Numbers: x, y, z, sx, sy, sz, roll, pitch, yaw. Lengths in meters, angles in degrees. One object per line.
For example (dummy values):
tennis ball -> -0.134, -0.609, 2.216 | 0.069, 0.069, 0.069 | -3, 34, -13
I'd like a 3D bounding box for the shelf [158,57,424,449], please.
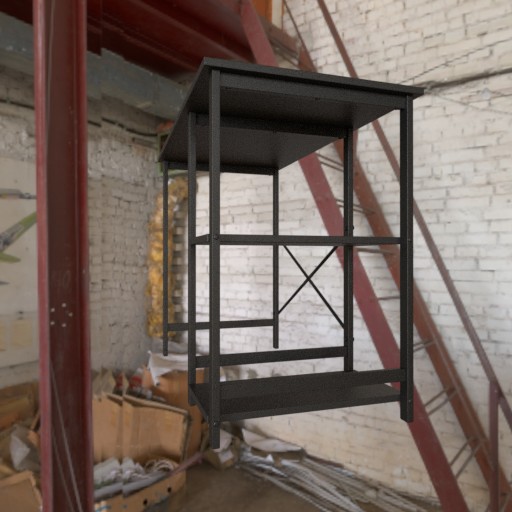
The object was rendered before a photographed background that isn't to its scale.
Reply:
shelf -> 0.000, 0.000, 1.340 | 0.498, 0.749, 0.902 | 0, 0, -18
